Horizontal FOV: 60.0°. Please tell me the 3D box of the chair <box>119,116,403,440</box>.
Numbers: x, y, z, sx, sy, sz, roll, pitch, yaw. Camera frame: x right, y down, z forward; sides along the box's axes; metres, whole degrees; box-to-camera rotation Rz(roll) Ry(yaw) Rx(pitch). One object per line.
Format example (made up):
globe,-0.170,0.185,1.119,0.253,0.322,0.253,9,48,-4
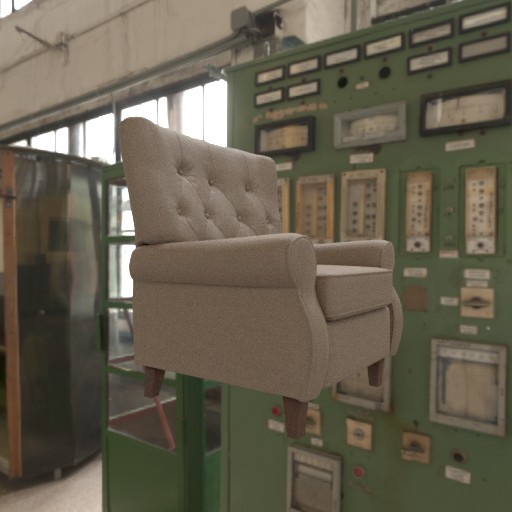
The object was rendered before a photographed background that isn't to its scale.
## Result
chair,0.000,0.000,1.914,1.041,1.138,0.999,0,0,36
